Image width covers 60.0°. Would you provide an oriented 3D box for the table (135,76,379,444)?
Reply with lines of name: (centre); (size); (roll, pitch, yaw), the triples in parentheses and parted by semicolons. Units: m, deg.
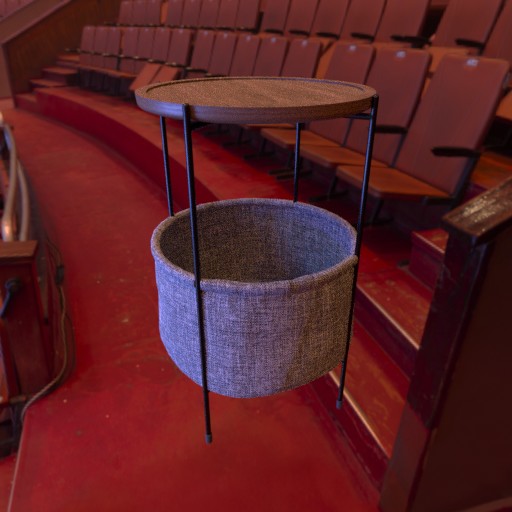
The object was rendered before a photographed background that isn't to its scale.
table: (0.000, 0.000, 0.870); (0.400, 0.623, 0.400); (-8, 28, -16)
